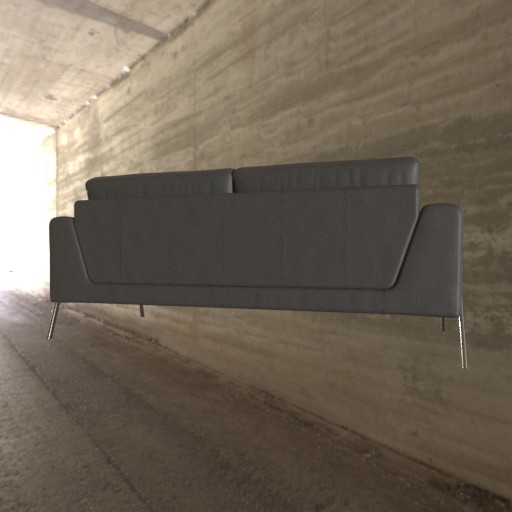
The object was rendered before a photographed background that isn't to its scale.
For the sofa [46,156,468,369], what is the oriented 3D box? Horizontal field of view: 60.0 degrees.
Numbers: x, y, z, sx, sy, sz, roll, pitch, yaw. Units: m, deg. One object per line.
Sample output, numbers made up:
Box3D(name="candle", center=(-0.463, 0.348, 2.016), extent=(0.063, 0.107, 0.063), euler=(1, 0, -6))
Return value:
Box3D(name="sofa", center=(0.000, 0.000, 2.463), extent=(2.017, 0.875, 0.953), euler=(0, 0, 18))
